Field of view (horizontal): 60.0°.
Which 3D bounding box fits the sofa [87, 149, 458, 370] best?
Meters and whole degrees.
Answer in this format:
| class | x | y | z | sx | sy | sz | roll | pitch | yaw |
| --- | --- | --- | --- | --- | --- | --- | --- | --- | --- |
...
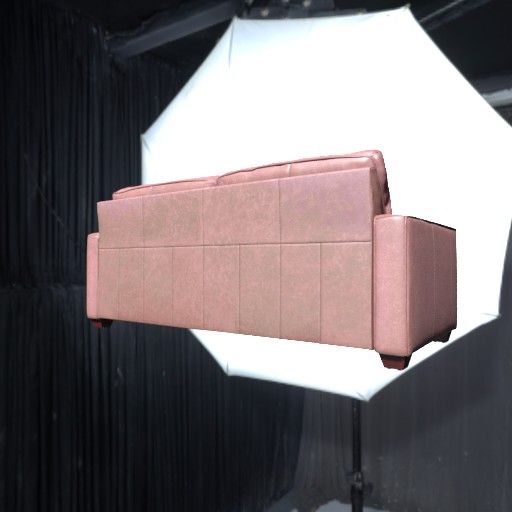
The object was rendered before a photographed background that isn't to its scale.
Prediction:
| class | x | y | z | sx | sy | sz | roll | pitch | yaw |
| --- | --- | --- | --- | --- | --- | --- | --- | --- | --- |
| sofa | 0.000 | 0.000 | 2.626 | 2.080 | 0.919 | 0.940 | -1 | -1 | 35 |
